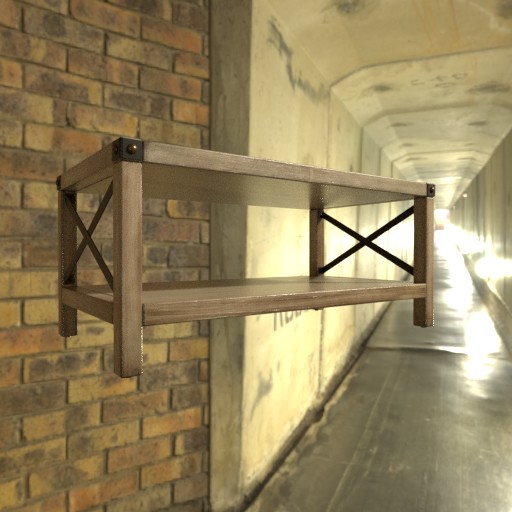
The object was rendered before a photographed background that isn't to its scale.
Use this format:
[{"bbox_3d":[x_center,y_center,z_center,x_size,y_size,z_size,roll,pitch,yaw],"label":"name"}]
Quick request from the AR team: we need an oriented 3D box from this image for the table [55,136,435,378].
[{"bbox_3d":[0.000,0.000,1.330,1.016,0.456,0.559,0,1,-35],"label":"table"}]
